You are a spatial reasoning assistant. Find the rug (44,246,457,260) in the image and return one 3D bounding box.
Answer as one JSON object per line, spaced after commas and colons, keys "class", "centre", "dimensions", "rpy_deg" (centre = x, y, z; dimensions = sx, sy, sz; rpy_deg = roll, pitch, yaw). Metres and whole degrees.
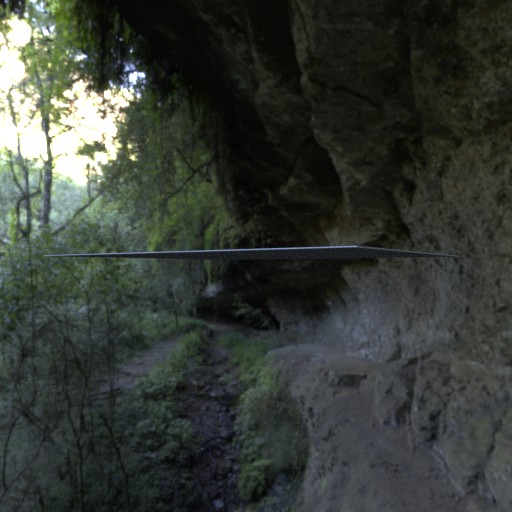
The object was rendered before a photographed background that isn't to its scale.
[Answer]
{"class": "rug", "centre": [0.000, 0.000, 4.137], "dimensions": [3.045, 0.008, 2.421], "rpy_deg": [-1, -2, 36]}
